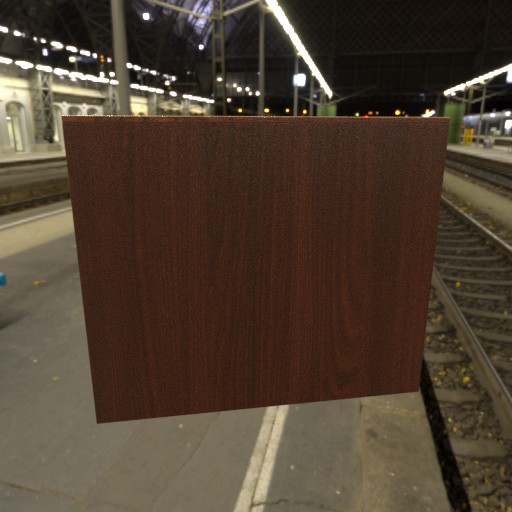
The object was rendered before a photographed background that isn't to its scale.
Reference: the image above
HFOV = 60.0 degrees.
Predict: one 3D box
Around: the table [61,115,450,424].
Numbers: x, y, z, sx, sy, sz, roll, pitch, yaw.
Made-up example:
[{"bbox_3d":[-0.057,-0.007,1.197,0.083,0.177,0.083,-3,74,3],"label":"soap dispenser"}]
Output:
[{"bbox_3d":[0.000,0.000,1.331,0.930,0.790,0.380,-3,16,-9],"label":"table"}]
